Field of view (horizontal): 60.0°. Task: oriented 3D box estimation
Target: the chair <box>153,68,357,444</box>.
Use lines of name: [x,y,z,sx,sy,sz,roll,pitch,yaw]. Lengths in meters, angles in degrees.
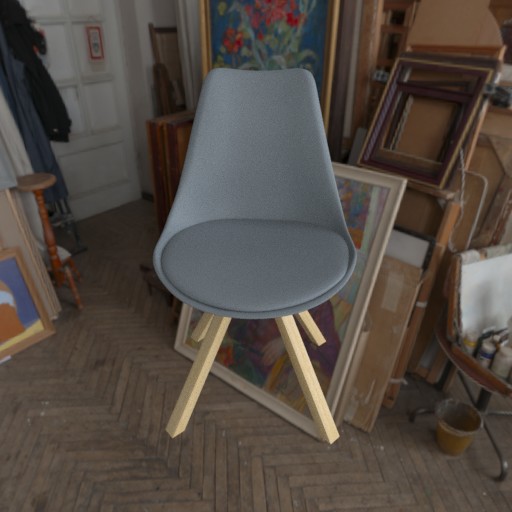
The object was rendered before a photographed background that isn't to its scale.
chair: [0.000,0.000,1.157,0.485,0.850,0.549,1,30,2]
